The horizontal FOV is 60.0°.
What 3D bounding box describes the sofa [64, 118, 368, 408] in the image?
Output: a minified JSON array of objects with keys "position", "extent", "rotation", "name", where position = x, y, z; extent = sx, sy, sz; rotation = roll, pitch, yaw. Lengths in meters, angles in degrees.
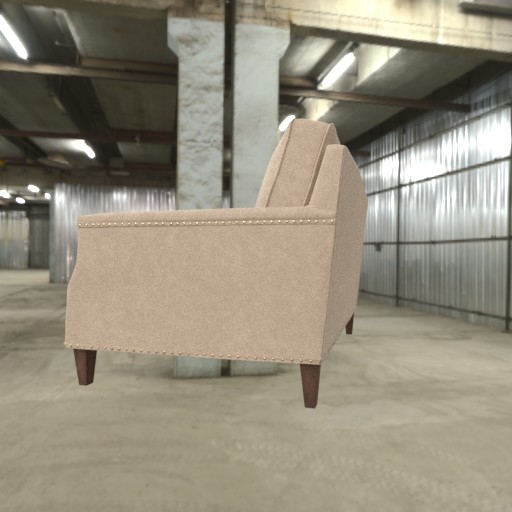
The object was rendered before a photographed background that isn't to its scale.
[{"position":[0.000,0.000,2.288],"extent":[1.084,1.002,1.597],"rotation":[0,0,17],"name":"sofa"}]
